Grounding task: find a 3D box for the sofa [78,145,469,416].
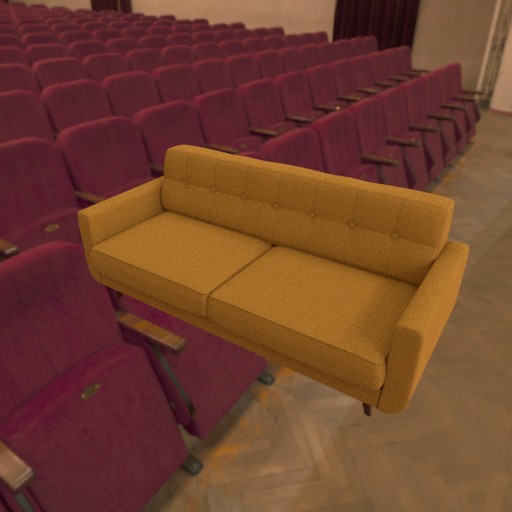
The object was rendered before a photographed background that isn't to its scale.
[{"bbox_3d":[0.000,0.000,2.494,2.029,0.841,0.909,18,34,29],"label":"sofa"}]
